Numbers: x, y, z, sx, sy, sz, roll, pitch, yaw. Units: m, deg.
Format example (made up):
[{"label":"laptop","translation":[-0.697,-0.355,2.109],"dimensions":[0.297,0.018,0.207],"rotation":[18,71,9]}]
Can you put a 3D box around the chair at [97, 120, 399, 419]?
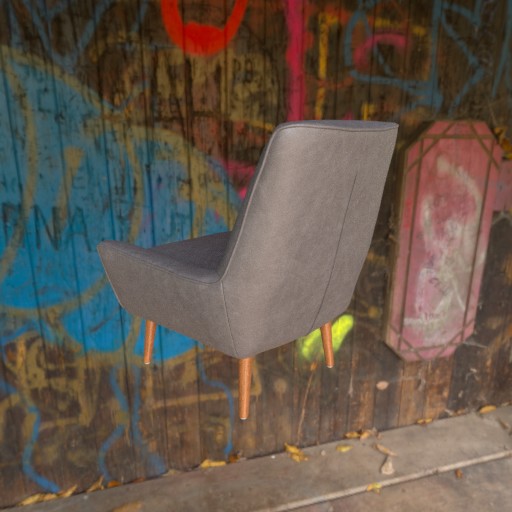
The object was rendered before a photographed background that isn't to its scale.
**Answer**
[{"label":"chair","translation":[0.000,0.000,1.526],"dimensions":[0.787,0.888,0.822],"rotation":[-15,22,-42]}]
